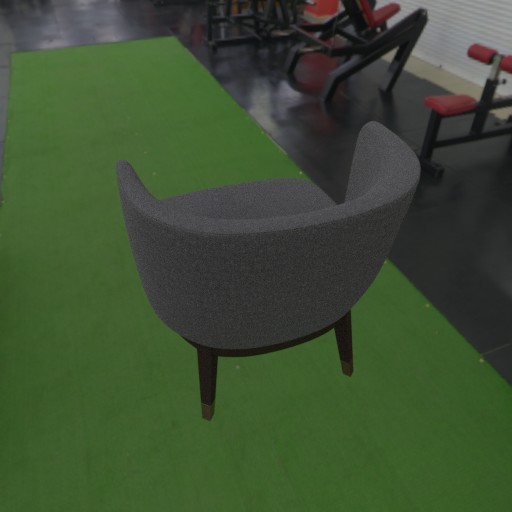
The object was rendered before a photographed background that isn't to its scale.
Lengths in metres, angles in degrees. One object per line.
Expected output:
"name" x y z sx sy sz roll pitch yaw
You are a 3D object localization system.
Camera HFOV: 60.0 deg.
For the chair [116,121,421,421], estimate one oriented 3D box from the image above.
"chair" 0.000 0.000 1.223 0.639 0.695 0.698 -13 42 -15
